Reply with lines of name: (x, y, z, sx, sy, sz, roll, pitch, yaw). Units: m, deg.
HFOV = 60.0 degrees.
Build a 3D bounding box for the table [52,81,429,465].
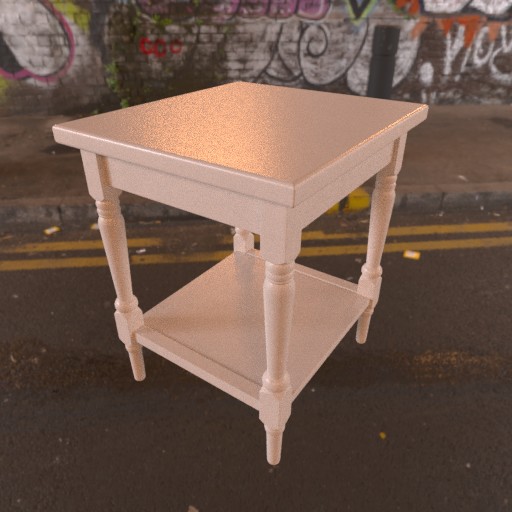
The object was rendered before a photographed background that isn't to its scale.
table: (0.000, 0.000, 0.901, 0.442, 0.565, 0.488, 20, 36, 29)
